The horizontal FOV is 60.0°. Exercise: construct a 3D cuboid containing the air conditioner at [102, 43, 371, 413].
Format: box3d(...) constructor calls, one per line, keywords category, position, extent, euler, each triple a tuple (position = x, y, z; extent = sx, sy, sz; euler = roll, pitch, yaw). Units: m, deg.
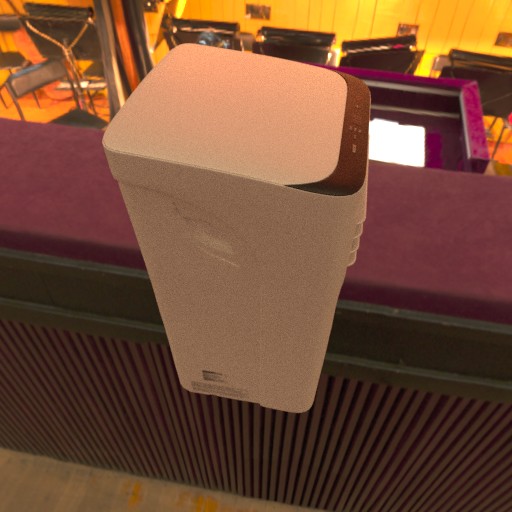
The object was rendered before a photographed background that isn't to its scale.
box3d(category="air conditioner", position=(0.000, 0.000, 0.911), extent=(0.369, 0.716, 0.352), euler=(8, 47, 8))
